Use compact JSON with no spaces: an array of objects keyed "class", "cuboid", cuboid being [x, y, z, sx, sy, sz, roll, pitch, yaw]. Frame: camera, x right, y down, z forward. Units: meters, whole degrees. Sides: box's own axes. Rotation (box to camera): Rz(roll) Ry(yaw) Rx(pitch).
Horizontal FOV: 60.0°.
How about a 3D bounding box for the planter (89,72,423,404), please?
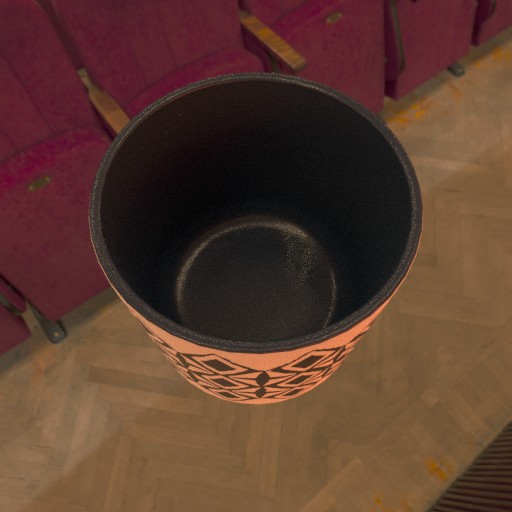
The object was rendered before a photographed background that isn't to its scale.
[{"class":"planter","cuboid":[0.000,0.000,0.275,0.159,0.144,0.159,0,64,0]}]
